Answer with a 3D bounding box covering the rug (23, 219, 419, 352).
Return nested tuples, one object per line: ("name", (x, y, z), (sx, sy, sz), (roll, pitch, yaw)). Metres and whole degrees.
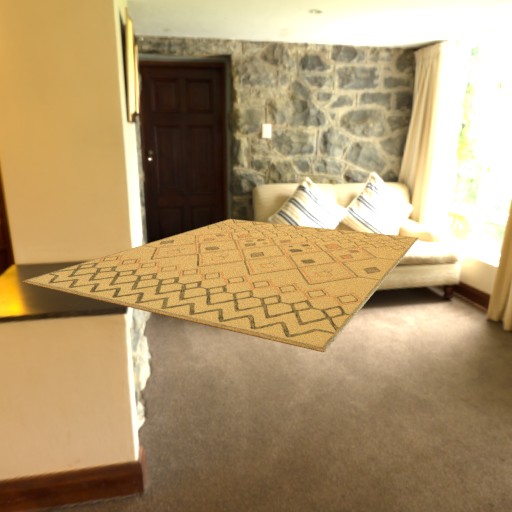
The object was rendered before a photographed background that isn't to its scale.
("rug", (0.000, 0.000, 4.143), (2.441, 0.016, 3.050), (8, 17, 27))
